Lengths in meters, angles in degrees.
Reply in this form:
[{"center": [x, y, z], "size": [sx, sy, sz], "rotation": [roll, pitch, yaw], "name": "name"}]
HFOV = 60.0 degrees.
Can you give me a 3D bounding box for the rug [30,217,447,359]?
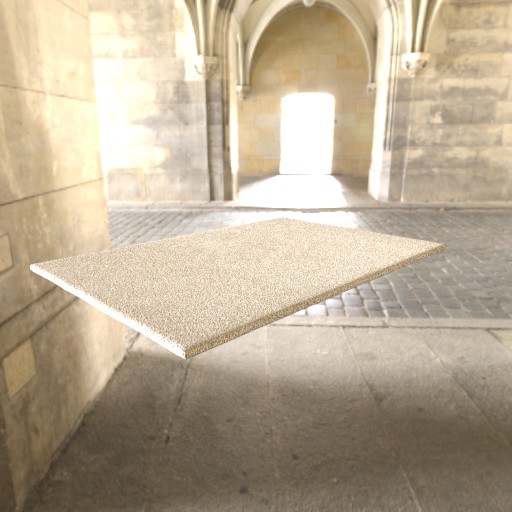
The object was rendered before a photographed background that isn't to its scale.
[{"center": [0.000, 0.000, 2.259], "size": [1.778, 0.030, 1.219], "rotation": [-15, 21, -43], "name": "rug"}]
